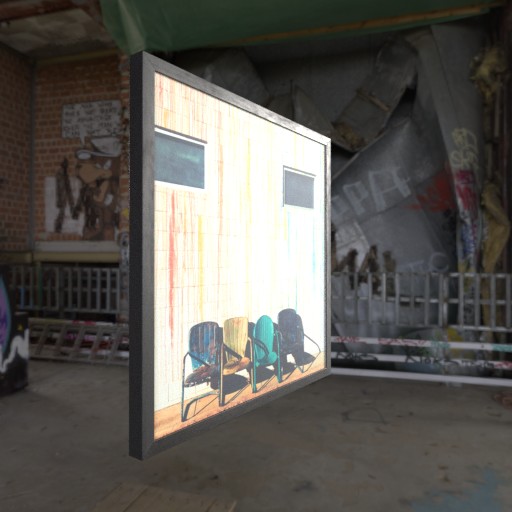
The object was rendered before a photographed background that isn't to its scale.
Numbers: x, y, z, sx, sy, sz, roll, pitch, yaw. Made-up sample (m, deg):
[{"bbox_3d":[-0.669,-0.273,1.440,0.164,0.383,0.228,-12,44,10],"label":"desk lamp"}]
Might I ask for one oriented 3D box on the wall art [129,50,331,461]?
[{"bbox_3d":[0.000,0.000,1.140,0.039,0.763,0.763,0,0,36],"label":"wall art"}]
